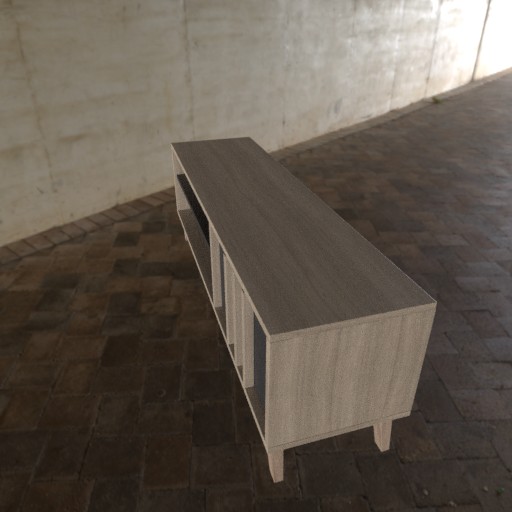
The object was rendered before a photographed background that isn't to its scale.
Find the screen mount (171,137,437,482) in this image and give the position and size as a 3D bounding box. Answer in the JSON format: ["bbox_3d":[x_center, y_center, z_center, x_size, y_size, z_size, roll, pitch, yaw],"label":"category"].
[{"bbox_3d":[0.000,0.000,1.691,0.401,0.509,1.500,-9,31,-15],"label":"screen mount"}]
